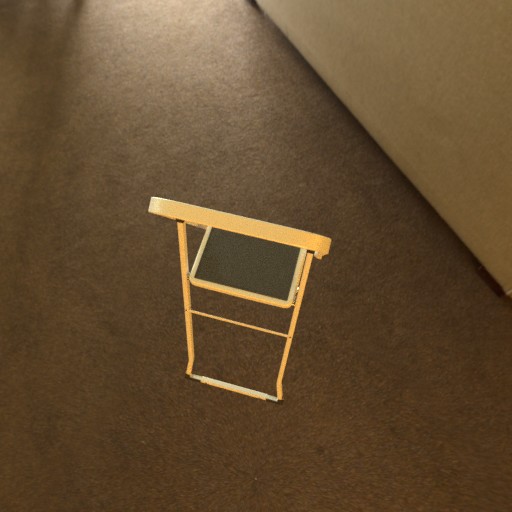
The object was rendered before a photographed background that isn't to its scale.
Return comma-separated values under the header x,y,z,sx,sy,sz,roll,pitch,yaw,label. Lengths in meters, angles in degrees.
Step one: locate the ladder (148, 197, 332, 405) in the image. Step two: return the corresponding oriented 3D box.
x,y,z,sx,sy,sz,roll,pitch,yaw,label
0.000,0.000,1.452,0.460,1.050,0.711,13,64,7,ladder
